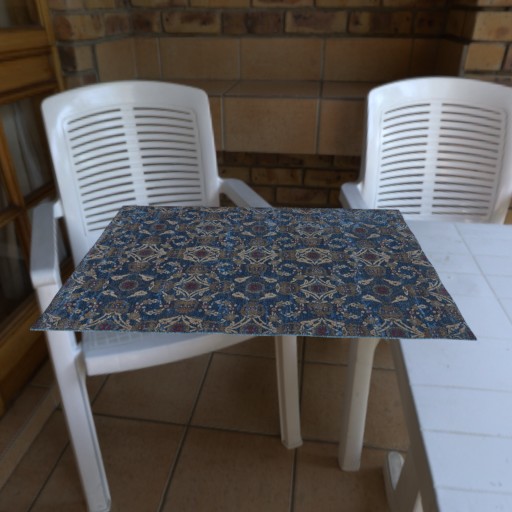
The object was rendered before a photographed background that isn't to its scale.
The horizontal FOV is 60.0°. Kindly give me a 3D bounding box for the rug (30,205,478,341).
[{"bbox_3d":[0.000,0.000,2.859,2.207,0.014,1.567,1,30,2],"label":"rug"}]
